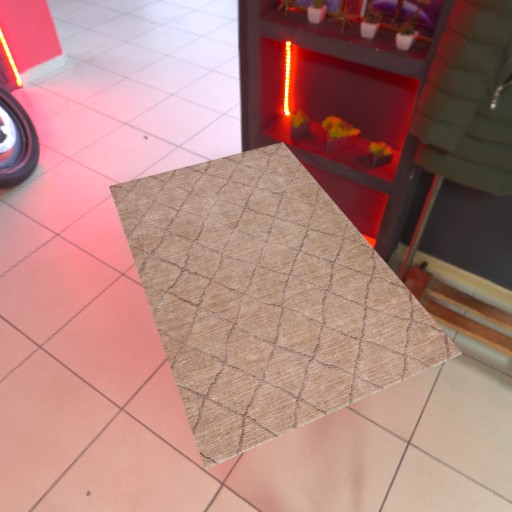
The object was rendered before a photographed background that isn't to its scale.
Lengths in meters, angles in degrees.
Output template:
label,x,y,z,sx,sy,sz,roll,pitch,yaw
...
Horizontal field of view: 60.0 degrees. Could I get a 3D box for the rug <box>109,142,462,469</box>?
label,x,y,z,sx,sy,sz,roll,pitch,yaw
rug,0.000,0.000,2.980,1.521,0.015,2.280,-18,50,-16
